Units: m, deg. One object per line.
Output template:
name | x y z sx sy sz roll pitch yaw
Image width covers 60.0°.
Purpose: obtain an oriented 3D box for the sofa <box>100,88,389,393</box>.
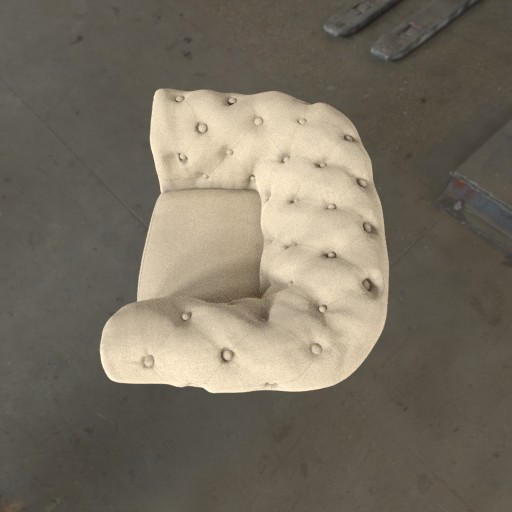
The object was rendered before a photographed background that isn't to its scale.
sofa | 0.000 0.000 2.054 1.034 0.878 1.405 1 59 1
